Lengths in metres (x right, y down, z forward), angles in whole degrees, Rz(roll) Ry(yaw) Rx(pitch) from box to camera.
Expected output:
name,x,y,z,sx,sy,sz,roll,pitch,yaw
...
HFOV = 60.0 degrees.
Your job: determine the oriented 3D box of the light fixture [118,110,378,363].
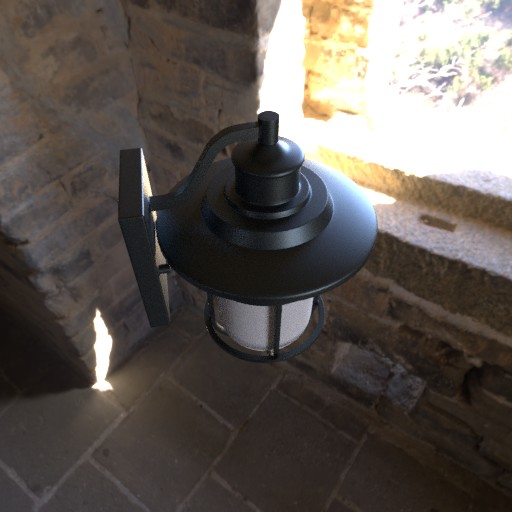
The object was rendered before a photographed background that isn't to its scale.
name,x,y,z,sx,sy,sz,roll,pitch,yaw
light fixture,0.000,0.000,0.504,0.252,0.345,0.222,-8,47,-8
